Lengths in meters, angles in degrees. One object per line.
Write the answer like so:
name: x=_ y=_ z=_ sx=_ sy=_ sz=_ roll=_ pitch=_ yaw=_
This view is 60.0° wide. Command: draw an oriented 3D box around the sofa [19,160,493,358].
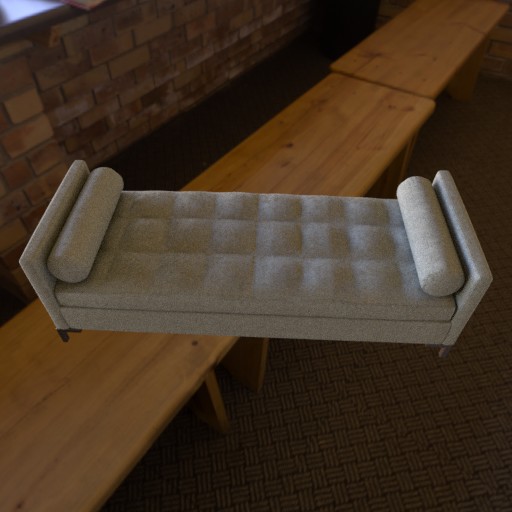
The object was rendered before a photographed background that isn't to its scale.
sofa: x=0.000 y=0.000 z=2.420 sx=2.102 sy=0.657 sz=0.797 roll=2 pitch=47 yaw=2
